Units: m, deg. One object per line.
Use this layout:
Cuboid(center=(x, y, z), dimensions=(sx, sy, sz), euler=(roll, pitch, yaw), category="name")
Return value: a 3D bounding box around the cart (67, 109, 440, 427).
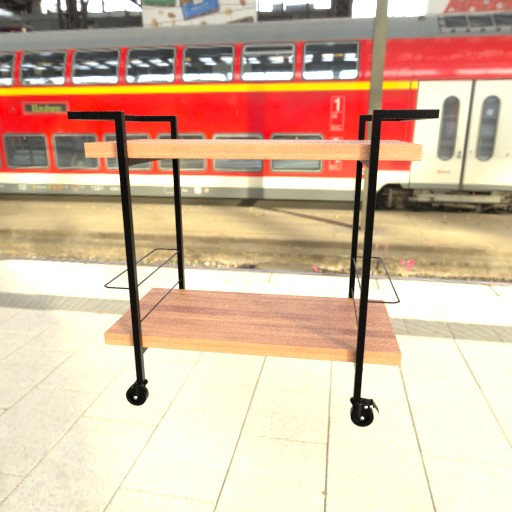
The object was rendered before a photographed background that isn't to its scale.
Cuboid(center=(0.000, 0.000, 1.243), dimensions=(0.806, 0.762, 0.406), euler=(2, 16, 8), category="cart")
